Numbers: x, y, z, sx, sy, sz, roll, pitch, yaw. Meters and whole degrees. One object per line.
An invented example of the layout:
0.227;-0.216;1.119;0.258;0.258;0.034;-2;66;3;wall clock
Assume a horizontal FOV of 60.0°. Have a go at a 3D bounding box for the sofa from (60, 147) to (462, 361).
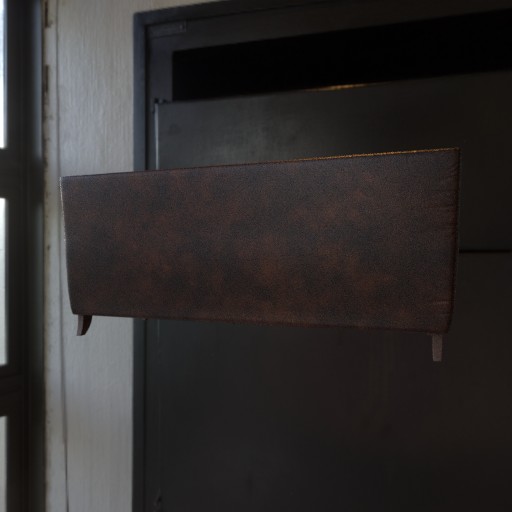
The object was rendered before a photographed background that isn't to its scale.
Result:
0.000;0.000;2.443;1.995;0.871;0.786;0;0;19;sofa
